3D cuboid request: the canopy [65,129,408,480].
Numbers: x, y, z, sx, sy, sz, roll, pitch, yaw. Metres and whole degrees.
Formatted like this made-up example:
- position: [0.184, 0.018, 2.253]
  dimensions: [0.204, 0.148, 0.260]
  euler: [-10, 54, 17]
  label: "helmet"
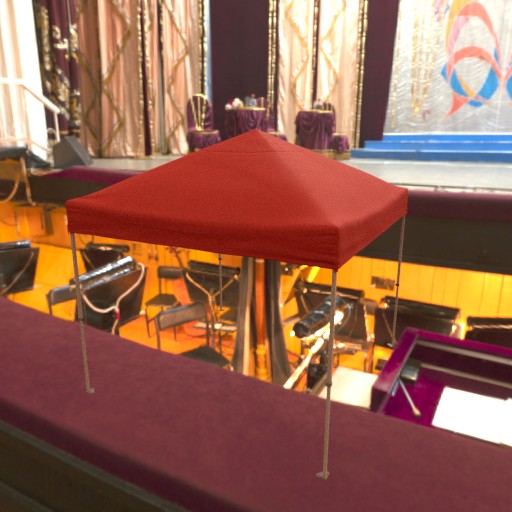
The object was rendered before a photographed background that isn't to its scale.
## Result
- position: [0.000, 0.000, 5.434]
  dimensions: [2.998, 2.997, 2.996]
  euler: [8, 17, 27]
  label: "canopy"
